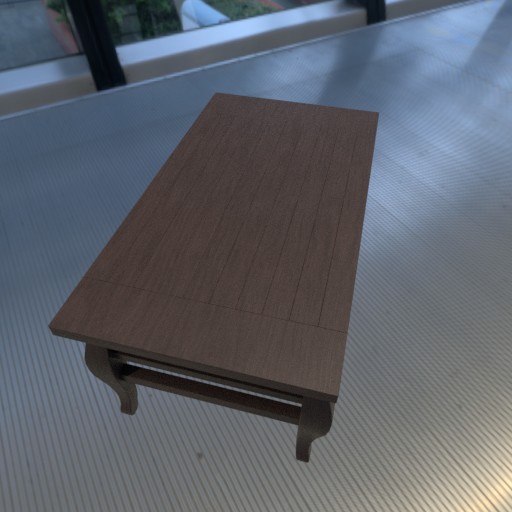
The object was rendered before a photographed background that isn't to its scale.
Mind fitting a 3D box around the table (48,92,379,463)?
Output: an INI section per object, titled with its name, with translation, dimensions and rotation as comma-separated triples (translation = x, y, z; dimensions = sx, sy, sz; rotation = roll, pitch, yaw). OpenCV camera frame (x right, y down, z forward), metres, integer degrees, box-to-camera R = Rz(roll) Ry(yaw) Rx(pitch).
[table]
translation = 0.000, 0.000, 1.372
dimensions = 0.600, 0.494, 1.062
rotation = 11, 47, 10
